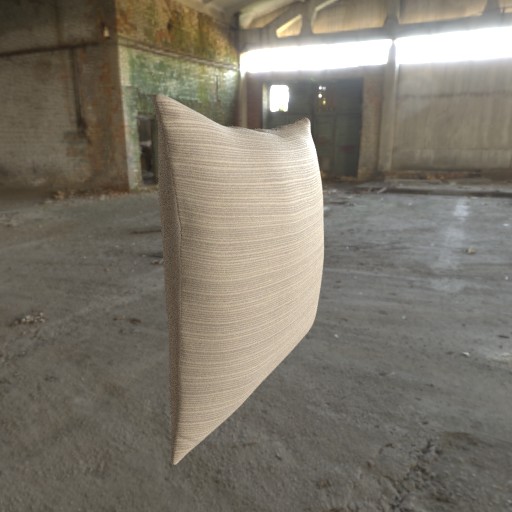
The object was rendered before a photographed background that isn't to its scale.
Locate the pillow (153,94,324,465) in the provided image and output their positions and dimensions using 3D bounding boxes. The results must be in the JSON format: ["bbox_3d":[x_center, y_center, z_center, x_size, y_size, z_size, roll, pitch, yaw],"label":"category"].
[{"bbox_3d":[0.000,0.000,0.781,0.204,0.497,0.512,7,16,25],"label":"pillow"}]
